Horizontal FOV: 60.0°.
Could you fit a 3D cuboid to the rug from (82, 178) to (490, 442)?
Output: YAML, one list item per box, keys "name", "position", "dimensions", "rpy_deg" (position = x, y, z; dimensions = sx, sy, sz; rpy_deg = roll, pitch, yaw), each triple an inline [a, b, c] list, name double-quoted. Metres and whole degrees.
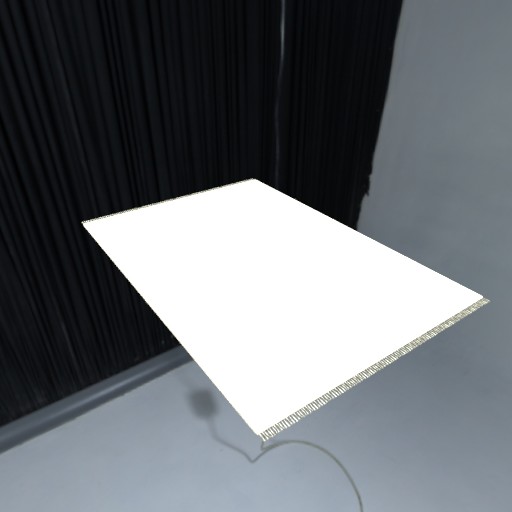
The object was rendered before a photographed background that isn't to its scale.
- name: "rug"
  position: [0.000, 0.000, 2.797]
  dimensions: [1.514, 0.011, 2.233]
  rpy_deg: [-20, 36, -30]
